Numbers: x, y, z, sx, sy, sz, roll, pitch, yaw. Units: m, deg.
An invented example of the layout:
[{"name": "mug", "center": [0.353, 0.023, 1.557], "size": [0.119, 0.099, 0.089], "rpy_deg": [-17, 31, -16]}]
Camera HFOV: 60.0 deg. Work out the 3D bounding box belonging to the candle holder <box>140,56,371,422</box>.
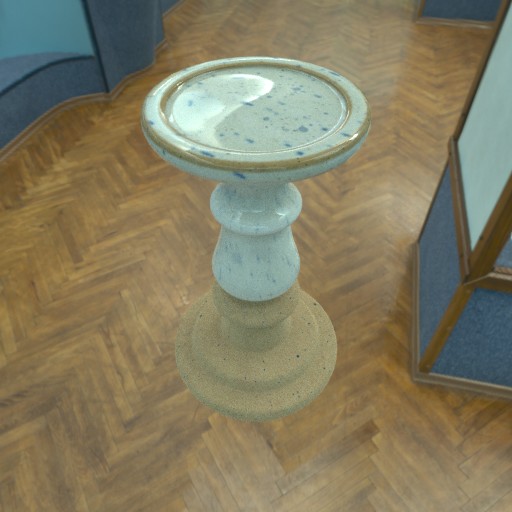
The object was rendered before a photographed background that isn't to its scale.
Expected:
[{"name": "candle holder", "center": [0.000, 0.000, 0.272], "size": [0.123, 0.202, 0.123], "rpy_deg": [0, 46, 0]}]
